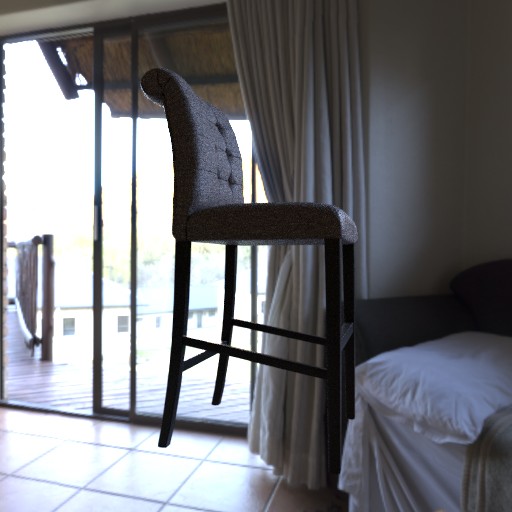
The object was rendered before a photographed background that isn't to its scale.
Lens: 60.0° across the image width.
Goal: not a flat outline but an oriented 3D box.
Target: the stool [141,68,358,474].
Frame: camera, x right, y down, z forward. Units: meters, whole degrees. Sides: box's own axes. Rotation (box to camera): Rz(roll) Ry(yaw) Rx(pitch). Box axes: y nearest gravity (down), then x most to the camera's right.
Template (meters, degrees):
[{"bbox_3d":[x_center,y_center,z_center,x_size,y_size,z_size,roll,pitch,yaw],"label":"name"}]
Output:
[{"bbox_3d":[0.000,0.000,1.437,0.613,1.131,0.452,0,0,18],"label":"stool"}]
